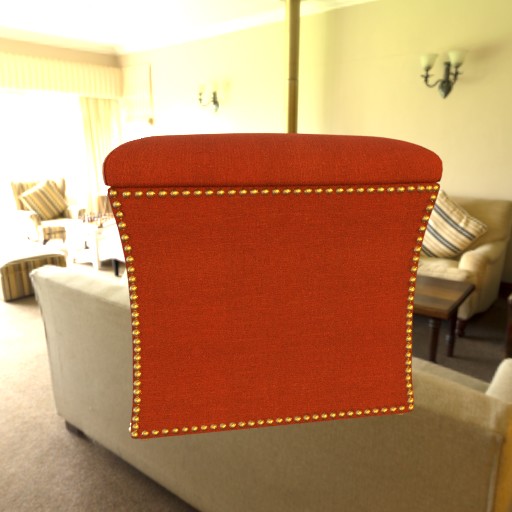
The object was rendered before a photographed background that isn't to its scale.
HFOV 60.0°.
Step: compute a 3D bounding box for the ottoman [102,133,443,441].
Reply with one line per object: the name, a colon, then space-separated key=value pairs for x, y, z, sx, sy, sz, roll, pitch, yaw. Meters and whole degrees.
ottoman: x=0.000 y=0.000 z=0.890 sx=0.507 sy=0.475 sz=0.497 roll=-2 pitch=14 yaw=-9
